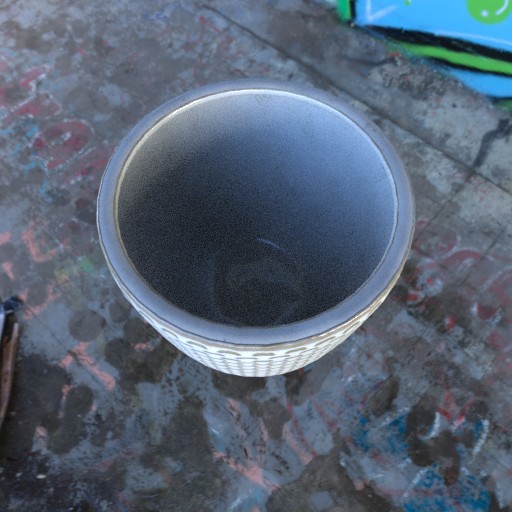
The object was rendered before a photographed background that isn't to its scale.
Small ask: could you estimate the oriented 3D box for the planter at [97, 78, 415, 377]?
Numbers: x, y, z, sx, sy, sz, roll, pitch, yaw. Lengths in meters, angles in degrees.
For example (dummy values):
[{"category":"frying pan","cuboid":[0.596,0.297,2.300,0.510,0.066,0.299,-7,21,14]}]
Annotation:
[{"category":"planter","cuboid":[0.000,0.000,0.309,0.173,0.160,0.173,0,64,0]}]
